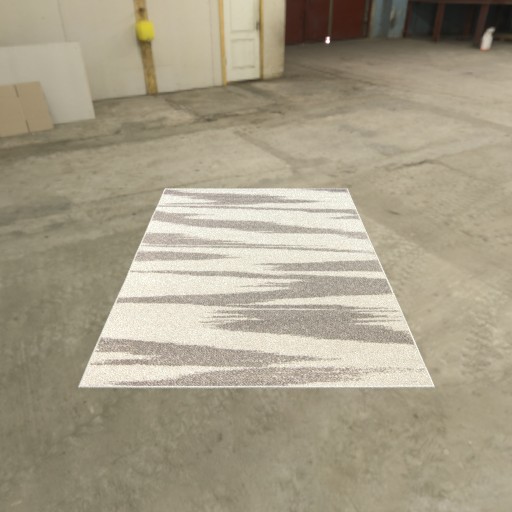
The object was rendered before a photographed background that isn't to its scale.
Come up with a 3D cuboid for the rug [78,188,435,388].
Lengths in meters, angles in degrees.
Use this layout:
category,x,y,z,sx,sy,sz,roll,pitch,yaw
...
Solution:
category,x,y,z,sx,sy,sz,roll,pitch,yaw
rug,0.000,0.000,2.799,1.533,0.010,2.142,0,32,0
